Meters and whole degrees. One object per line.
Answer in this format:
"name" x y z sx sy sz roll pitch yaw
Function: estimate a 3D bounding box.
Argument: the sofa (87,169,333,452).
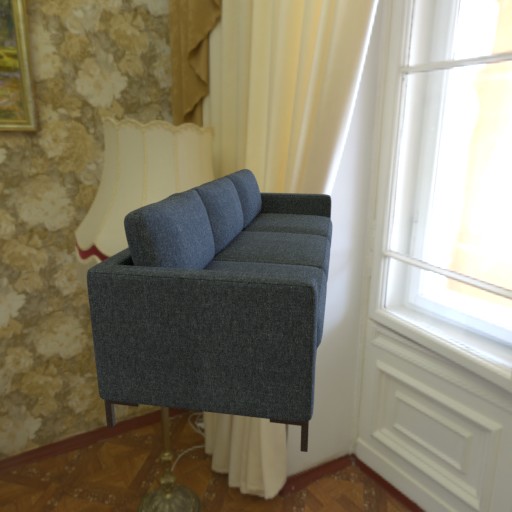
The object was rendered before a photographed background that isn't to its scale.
"sofa" 0.000 0.000 2.626 0.859 0.874 2.218 3 16 10
